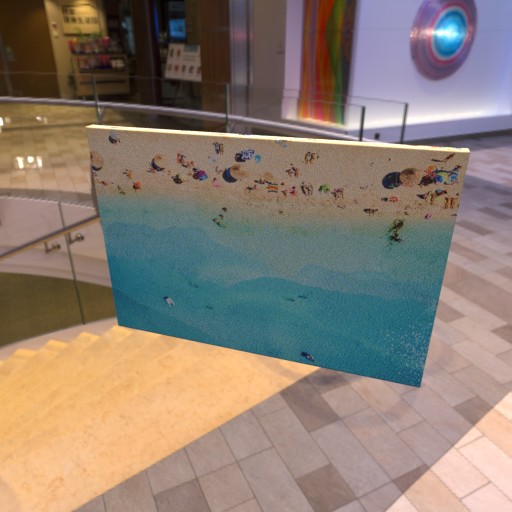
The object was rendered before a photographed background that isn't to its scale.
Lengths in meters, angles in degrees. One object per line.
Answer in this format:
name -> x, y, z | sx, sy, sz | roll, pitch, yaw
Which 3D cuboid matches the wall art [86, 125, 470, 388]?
wall art -> 0.000, 0.000, 1.447 | 1.136, 0.769, 0.040 | 8, 27, 16
